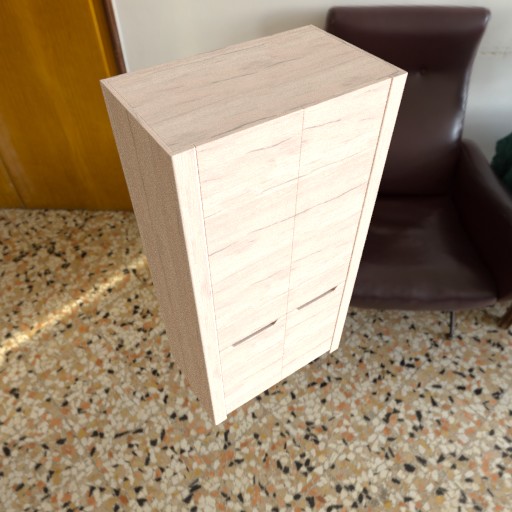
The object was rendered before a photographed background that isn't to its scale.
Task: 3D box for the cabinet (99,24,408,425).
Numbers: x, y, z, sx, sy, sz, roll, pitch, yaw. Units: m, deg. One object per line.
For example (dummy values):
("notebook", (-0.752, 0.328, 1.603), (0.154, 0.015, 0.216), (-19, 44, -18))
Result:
("cabinet", (0.000, 0.000, 2.332), (0.980, 1.930, 0.580), (-26, 52, -22))
